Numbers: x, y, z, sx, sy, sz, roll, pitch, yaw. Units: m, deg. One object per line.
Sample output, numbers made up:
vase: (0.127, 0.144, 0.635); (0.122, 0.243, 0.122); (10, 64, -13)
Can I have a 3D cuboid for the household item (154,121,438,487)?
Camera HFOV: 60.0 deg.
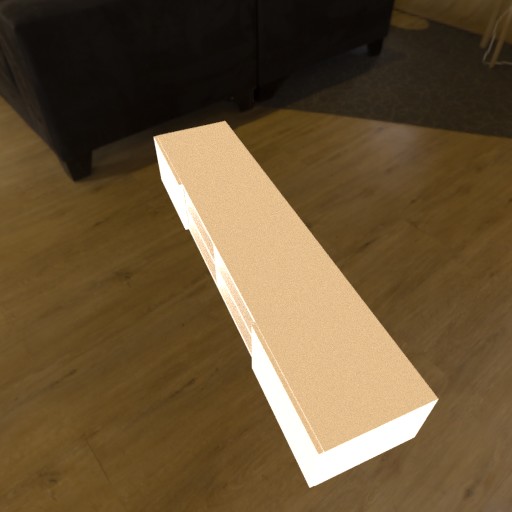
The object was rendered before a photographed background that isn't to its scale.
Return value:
household item: (0.000, 0.000, 2.007); (0.420, 0.310, 1.850); (-17, 48, -16)
